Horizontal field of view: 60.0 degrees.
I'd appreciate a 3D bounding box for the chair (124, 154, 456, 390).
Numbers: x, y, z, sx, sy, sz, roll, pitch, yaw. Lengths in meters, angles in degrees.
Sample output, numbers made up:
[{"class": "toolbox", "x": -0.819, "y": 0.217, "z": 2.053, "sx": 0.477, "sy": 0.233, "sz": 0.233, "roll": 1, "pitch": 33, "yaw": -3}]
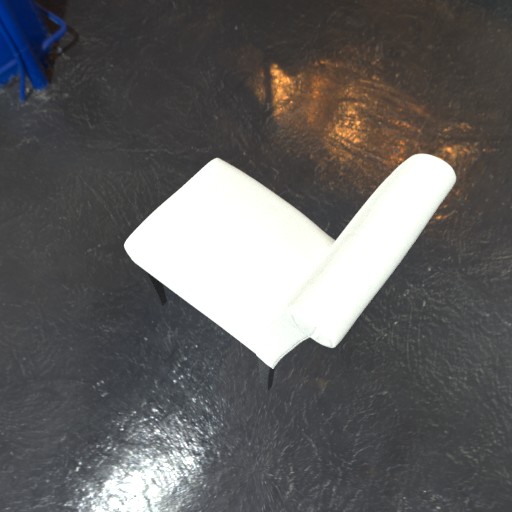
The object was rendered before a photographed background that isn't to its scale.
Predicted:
[{"class": "chair", "x": 0.000, "y": 0.000, "z": 1.332, "sx": 0.708, "sy": 0.976, "sz": 0.452, "roll": 36, "pitch": 69, "yaw": 16}]
